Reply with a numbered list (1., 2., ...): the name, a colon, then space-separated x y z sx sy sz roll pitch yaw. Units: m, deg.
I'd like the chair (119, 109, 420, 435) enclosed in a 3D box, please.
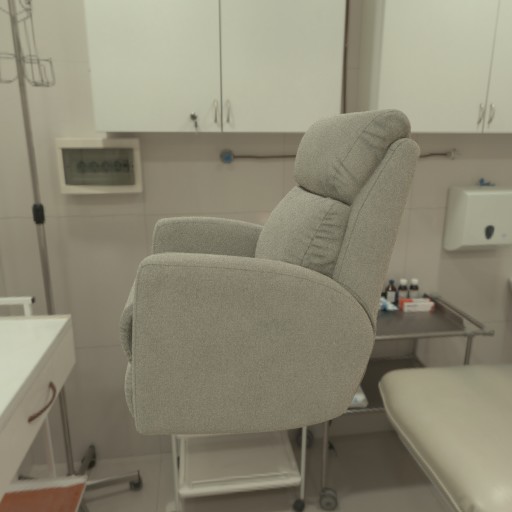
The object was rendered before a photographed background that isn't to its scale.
1. chair: 0.000 0.000 1.646 0.940 1.021 0.794 -2 15 -8
